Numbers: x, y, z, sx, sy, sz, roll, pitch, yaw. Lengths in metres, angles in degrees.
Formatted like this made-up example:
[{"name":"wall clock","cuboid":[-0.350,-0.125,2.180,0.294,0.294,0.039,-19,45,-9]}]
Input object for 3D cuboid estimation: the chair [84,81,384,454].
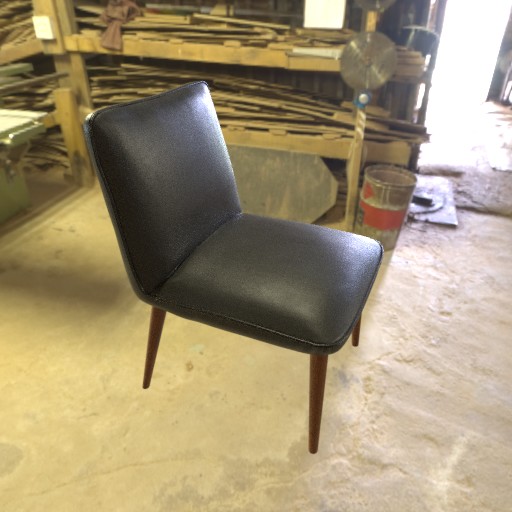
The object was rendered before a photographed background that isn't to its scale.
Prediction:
[{"name":"chair","cuboid":[0.000,0.000,1.200,0.645,0.801,0.543,11,32,17]}]
